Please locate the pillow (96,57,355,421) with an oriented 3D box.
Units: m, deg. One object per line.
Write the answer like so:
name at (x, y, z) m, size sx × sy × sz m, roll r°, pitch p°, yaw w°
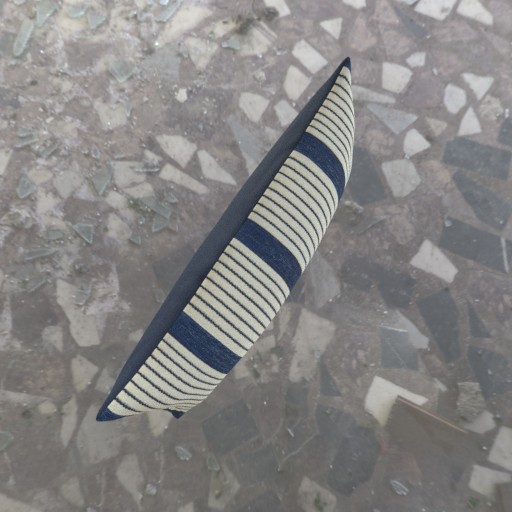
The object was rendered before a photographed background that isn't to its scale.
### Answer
pillow at (0.000, 0.000, 0.727) m, size 0.156 × 0.292 × 0.608 m, roll 32°, pitch 78°, yaw 8°
